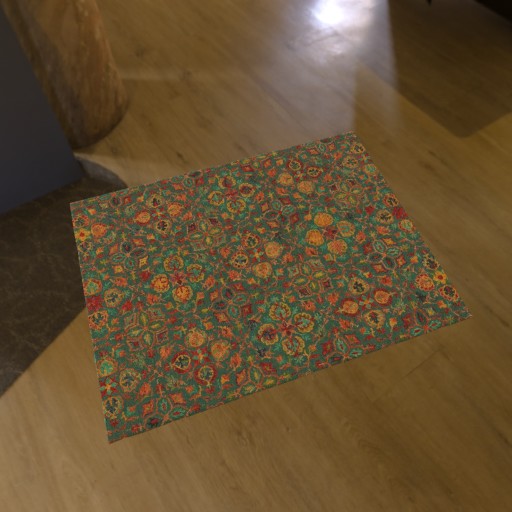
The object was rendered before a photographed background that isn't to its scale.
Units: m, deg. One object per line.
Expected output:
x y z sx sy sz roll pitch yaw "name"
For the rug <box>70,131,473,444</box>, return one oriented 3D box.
0.000 0.000 4.221 3.204 0.025 2.434 -16 60 -10 "rug"
